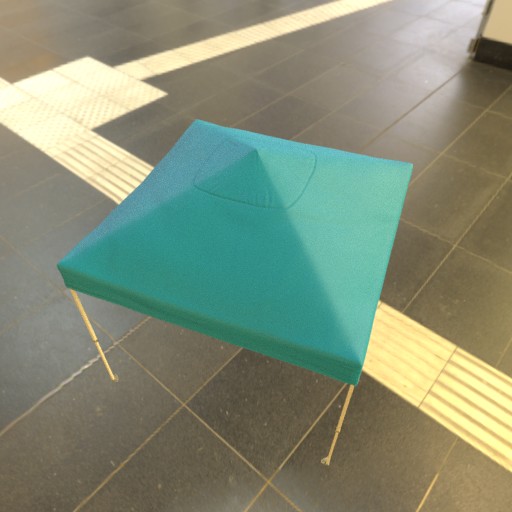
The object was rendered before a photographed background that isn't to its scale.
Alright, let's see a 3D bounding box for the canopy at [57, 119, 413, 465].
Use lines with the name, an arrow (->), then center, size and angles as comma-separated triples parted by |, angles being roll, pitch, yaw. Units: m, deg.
canopy -> 0.000, 0.000, 5.377 | 2.998, 2.997, 2.996 | 16, 48, 15
